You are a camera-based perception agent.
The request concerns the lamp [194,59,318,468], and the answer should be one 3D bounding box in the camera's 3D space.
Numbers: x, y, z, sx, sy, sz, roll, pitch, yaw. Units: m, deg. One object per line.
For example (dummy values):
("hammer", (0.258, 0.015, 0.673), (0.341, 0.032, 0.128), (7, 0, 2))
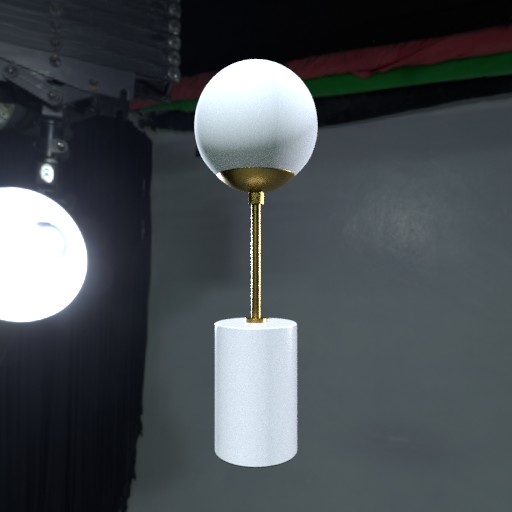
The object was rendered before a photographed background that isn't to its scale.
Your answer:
("lamp", (0.000, 0.000, 0.554), (0.153, 0.480, 0.153), (0, -1, 0))
